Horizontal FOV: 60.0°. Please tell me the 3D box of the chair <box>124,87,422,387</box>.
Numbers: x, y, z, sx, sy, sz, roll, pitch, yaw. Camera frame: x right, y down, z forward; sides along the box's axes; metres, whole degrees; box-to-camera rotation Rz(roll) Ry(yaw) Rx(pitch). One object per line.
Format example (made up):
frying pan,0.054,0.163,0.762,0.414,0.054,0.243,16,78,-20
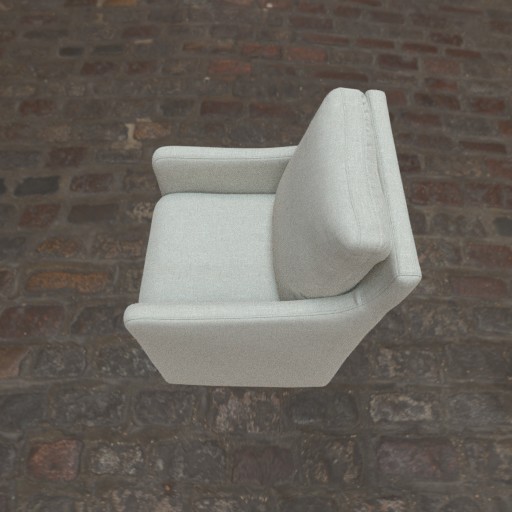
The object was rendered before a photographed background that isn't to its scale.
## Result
chair,0.000,0.000,1.392,0.694,0.914,0.626,1,59,0
